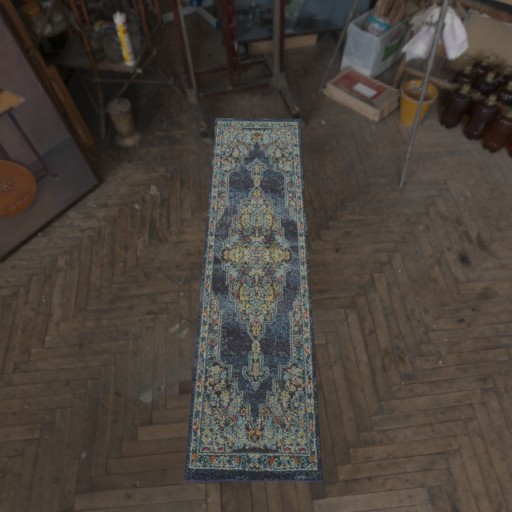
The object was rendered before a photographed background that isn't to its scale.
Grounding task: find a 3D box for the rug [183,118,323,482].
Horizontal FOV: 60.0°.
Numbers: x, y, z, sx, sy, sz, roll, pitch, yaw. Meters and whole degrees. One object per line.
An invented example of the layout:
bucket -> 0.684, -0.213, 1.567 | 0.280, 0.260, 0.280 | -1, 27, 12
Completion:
rug -> 0.000, 0.000, 2.499 | 0.602, 0.016, 2.283 | 1, 58, 0
